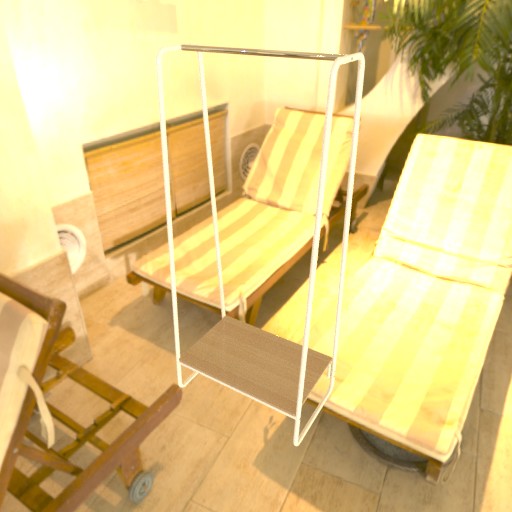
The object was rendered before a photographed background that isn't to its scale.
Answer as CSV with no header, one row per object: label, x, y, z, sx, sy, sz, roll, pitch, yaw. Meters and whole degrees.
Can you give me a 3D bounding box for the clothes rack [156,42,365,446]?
clothes rack,0.000,0.000,1.765,0.640,1.500,0.400,17,34,27
